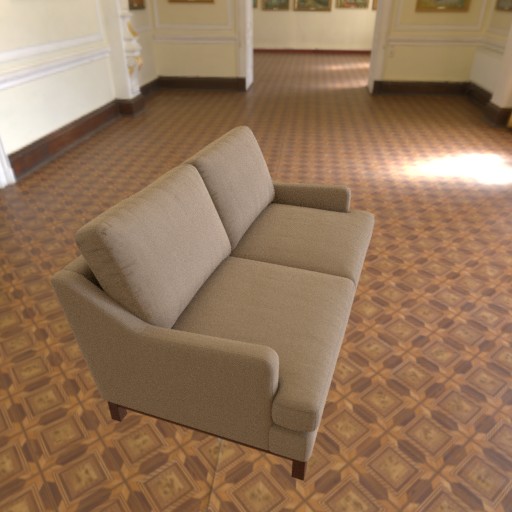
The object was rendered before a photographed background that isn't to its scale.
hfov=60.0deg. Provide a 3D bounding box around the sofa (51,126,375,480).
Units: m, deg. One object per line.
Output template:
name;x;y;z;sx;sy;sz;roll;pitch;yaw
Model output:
sofa;0.000;0.000;2.190;1.004;0.910;1.619;10;32;17
